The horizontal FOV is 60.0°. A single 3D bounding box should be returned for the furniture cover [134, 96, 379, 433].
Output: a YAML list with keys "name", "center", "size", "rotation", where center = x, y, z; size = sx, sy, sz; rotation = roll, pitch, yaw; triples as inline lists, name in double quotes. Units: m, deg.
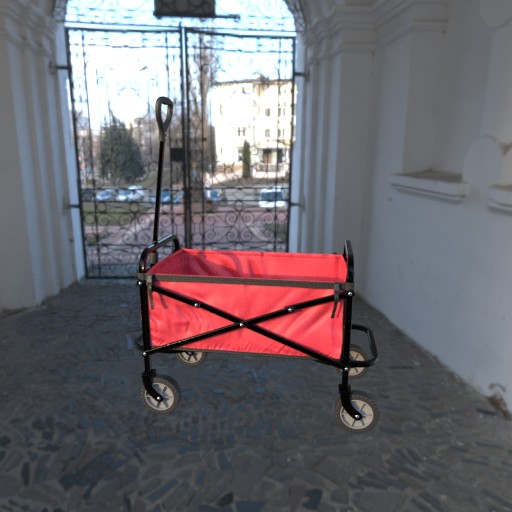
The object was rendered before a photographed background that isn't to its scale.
- name: "furniture cover"
  center: [0.000, 0.000, 1.884]
  size: [1.038, 1.295, 0.532]
  rotation: [2, 14, 9]
